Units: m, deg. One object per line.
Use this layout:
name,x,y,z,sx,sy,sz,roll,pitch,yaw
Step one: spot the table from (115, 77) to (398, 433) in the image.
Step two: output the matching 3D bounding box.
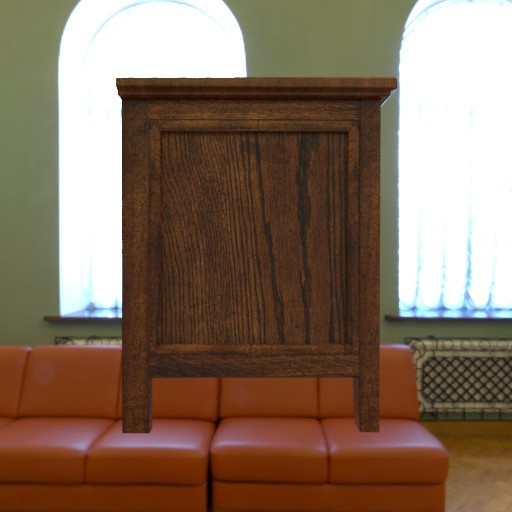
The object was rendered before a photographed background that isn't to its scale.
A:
table,0.000,0.000,1.019,0.461,0.597,0.586,0,1,0
